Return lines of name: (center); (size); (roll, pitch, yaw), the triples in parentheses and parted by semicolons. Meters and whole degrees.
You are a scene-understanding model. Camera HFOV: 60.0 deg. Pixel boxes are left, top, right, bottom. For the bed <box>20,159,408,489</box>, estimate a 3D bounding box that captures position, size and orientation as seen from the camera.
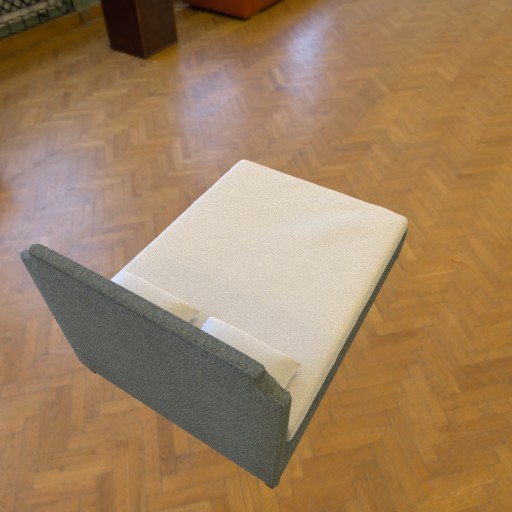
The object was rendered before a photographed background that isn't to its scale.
bed: (0.000, 0.000, 3.277); (1.712, 1.443, 2.372); (24, 51, 21)
